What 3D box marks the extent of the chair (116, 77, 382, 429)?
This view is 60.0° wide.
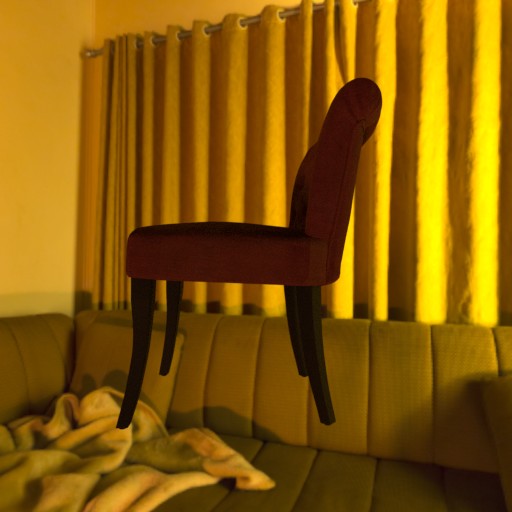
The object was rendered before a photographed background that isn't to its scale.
[{"bbox_3d":[0.000,0.000,1.195,0.605,0.750,0.582,0,-2,-1],"label":"chair"}]
